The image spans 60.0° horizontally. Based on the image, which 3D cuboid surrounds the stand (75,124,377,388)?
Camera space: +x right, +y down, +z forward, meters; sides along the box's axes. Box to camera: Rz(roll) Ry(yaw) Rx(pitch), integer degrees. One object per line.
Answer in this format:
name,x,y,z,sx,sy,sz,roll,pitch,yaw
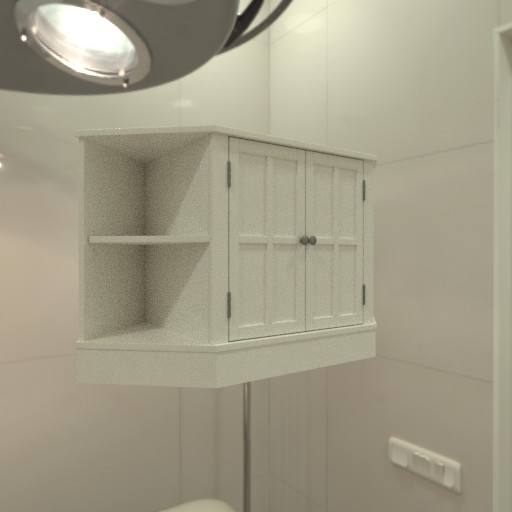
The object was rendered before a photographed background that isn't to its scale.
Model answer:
stand,0.000,0.000,1.382,1.072,0.614,0.477,0,0,-35
